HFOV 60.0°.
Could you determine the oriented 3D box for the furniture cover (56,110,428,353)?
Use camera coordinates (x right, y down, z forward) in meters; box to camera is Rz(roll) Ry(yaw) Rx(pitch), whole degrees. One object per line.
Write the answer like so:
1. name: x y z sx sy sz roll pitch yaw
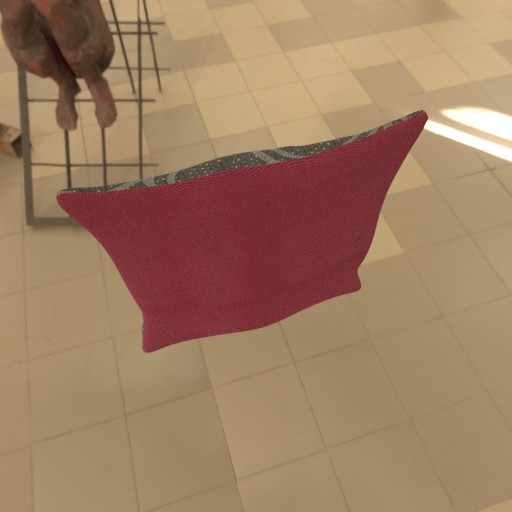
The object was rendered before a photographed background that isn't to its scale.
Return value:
1. furniture cover: 0.000 0.000 0.795 0.514 0.513 0.163 -15 58 -10
